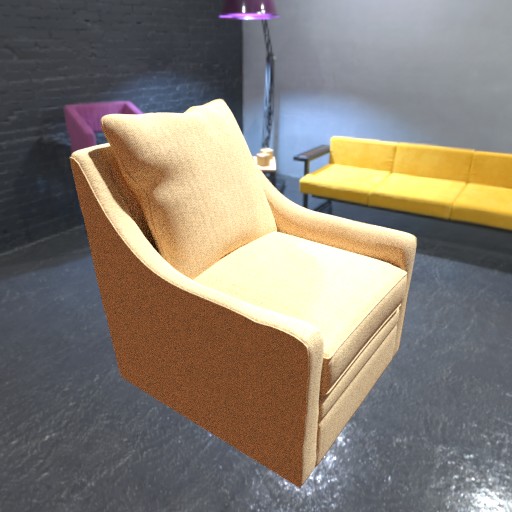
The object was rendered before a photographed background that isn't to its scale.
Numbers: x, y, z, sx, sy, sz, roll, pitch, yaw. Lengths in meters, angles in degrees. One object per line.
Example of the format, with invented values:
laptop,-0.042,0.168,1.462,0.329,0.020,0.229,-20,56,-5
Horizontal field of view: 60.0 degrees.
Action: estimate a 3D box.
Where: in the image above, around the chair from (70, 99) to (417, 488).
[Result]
chair,0.000,0.000,1.508,0.876,0.927,0.760,18,31,32
